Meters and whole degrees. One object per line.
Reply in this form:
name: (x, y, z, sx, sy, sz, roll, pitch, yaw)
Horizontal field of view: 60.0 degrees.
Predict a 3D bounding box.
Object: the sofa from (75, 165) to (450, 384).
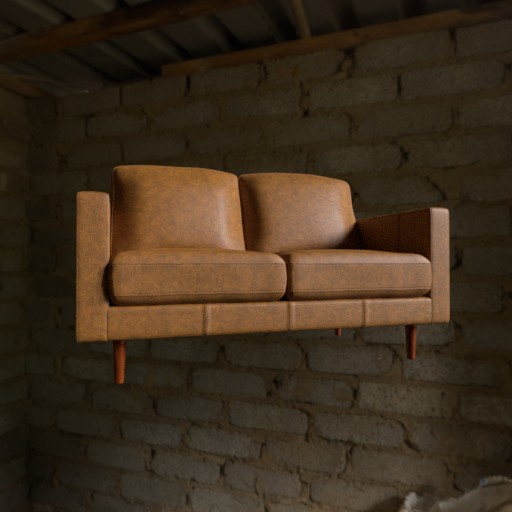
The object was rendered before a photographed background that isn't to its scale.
sofa: (0.000, 0.000, 2.154, 1.578, 0.951, 0.909, 0, -1, -18)
